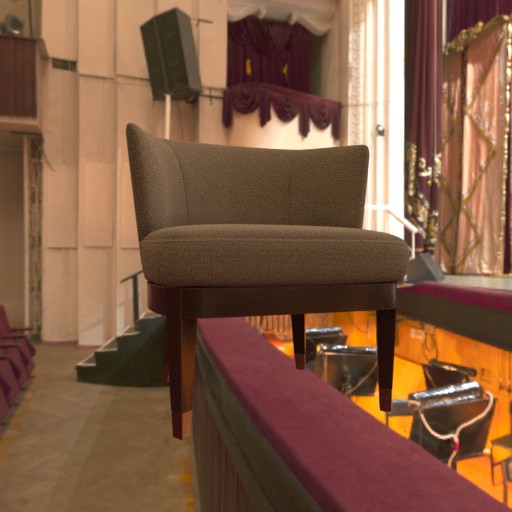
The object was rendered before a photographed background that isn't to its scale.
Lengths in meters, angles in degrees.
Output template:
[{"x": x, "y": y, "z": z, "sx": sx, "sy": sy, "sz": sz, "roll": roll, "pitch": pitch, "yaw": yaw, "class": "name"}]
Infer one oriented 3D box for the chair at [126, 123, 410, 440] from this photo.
[{"x": 0.000, "y": 0.000, "z": 1.239, "sx": 0.700, "sy": 0.760, "sz": 0.660, "roll": 0, "pitch": 0, "yaw": -19, "class": "chair"}]
